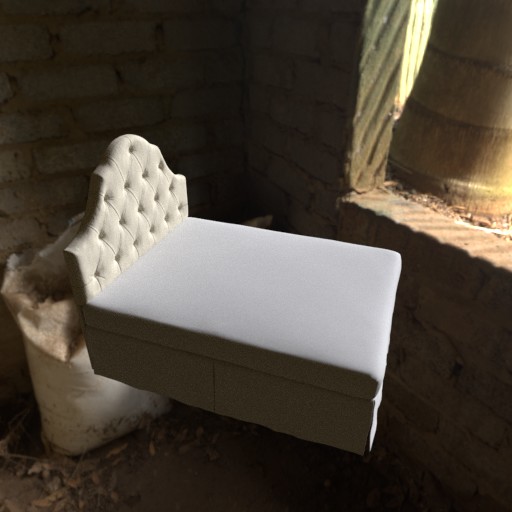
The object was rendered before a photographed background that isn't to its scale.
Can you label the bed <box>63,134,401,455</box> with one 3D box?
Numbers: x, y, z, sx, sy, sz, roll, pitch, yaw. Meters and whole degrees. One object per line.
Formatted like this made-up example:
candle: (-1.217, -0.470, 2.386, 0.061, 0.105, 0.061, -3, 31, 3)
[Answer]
bed: (0.000, 0.000, 3.266, 2.092, 1.575, 1.627, 10, 32, 17)
